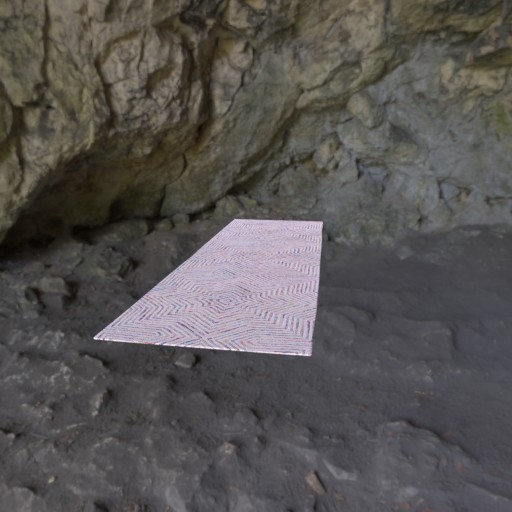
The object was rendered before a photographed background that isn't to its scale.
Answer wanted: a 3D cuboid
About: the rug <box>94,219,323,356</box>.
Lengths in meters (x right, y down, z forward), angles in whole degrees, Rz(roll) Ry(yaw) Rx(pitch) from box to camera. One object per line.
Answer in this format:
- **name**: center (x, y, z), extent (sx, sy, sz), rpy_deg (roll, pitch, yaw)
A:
- **rug**: center (0.000, 0.000, 2.656), extent (0.771, 0.009, 2.443), rpy_deg (2, 15, 9)
